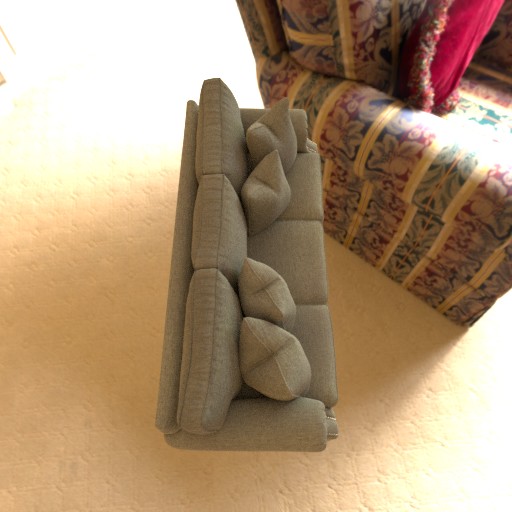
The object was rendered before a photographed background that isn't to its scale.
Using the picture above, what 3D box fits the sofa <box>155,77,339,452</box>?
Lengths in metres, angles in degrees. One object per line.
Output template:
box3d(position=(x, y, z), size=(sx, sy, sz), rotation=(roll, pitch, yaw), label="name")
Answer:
box3d(position=(0.000, 0.000, 2.846), size=(0.965, 0.975, 2.312), rotation=(0, 64, 0), label="sofa")
